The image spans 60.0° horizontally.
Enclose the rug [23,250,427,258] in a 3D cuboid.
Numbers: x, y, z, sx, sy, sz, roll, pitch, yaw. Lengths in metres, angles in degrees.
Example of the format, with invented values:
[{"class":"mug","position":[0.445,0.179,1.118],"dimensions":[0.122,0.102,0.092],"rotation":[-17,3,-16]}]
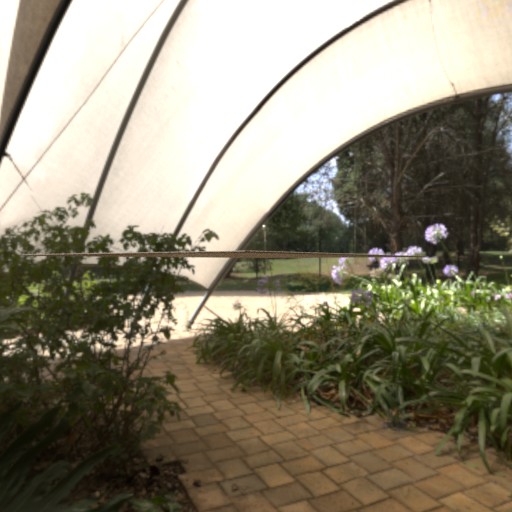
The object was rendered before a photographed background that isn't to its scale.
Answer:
[{"class":"rug","position":[0.000,0.000,3.719],"dimensions":[2.005,0.013,2.890],"rotation":[0,-1,36]}]
